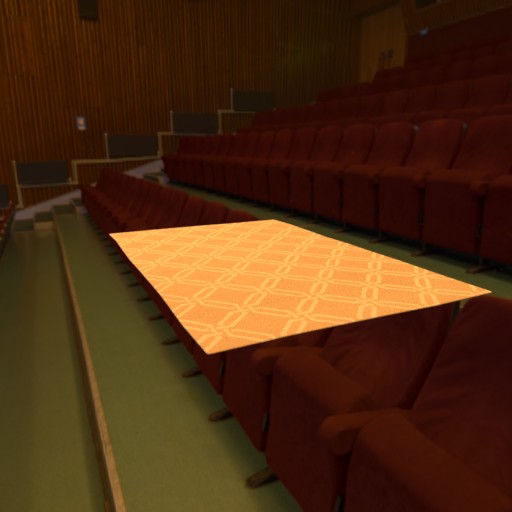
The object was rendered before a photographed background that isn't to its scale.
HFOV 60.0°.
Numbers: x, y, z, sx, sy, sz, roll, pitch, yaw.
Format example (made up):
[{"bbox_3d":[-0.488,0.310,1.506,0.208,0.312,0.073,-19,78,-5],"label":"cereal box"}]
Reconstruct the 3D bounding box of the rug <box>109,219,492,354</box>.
[{"bbox_3d":[0.000,0.000,2.179,1.146,0.010,1.745,-7,16,-25],"label":"rug"}]
